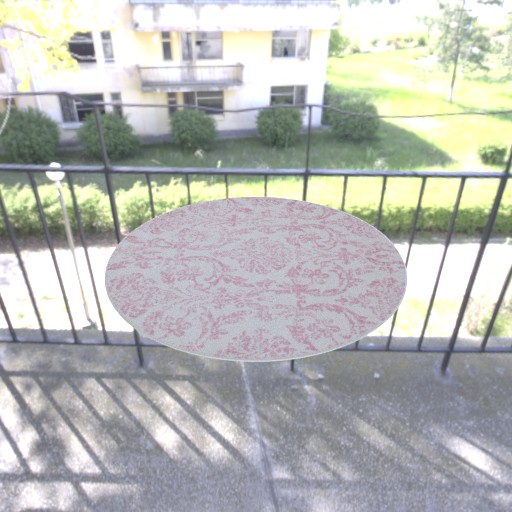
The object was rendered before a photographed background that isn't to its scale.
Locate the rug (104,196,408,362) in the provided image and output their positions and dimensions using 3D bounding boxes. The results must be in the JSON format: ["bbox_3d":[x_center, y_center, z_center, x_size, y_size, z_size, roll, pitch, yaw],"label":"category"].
[{"bbox_3d":[0.000,0.000,2.424,1.593,0.012,1.593,0,31,0],"label":"rug"}]
